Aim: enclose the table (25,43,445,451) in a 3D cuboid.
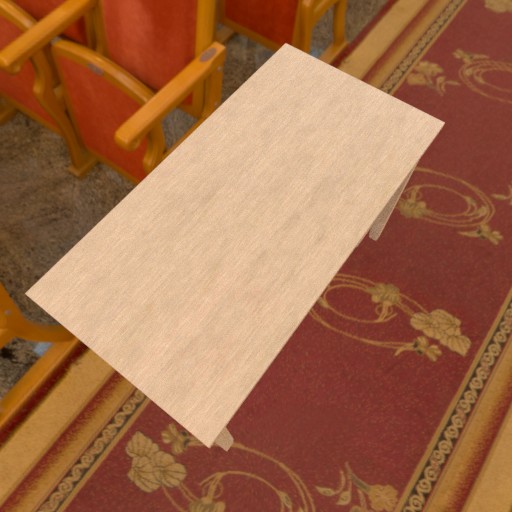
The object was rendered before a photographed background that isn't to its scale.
[{"bbox_3d":[0.000,0.000,1.904,0.729,0.874,1.397,34,69,15],"label":"table"}]
